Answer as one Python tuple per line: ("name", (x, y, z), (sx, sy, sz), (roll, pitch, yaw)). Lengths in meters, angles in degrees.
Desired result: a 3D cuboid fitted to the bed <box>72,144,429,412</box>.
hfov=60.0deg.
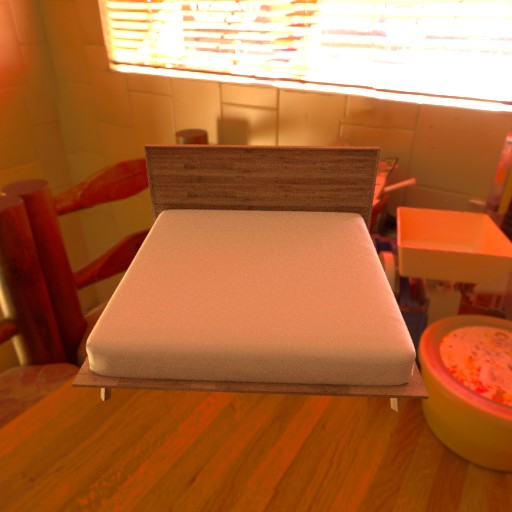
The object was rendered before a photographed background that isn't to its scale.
("bed", (0.000, 0.000, 3.350), (2.116, 1.100, 2.167), (1, 29, 2))
